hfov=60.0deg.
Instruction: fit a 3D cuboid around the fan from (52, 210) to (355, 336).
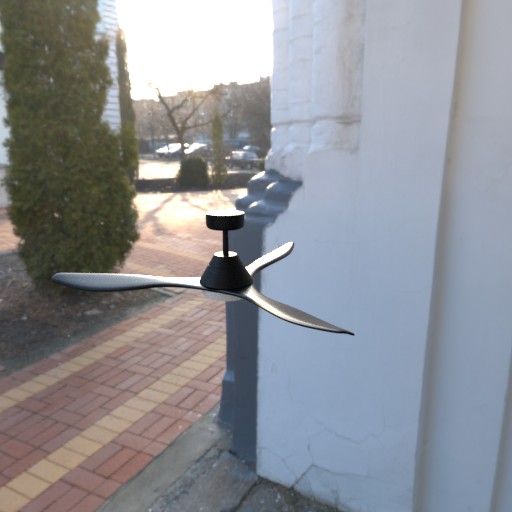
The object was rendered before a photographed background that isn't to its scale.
[{"bbox_3d":[0.000,0.000,1.594,1.067,0.305,1.067,-13,19,-43],"label":"fan"}]
